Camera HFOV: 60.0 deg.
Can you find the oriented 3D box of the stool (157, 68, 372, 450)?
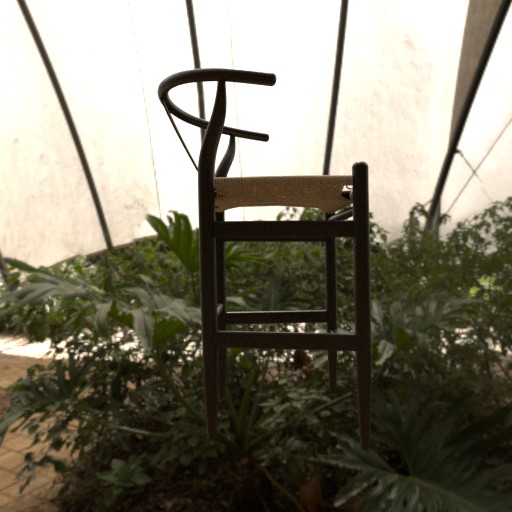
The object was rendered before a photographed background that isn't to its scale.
[{"bbox_3d":[0.000,0.000,1.341,0.579,0.970,0.569,0,0,0],"label":"stool"}]
